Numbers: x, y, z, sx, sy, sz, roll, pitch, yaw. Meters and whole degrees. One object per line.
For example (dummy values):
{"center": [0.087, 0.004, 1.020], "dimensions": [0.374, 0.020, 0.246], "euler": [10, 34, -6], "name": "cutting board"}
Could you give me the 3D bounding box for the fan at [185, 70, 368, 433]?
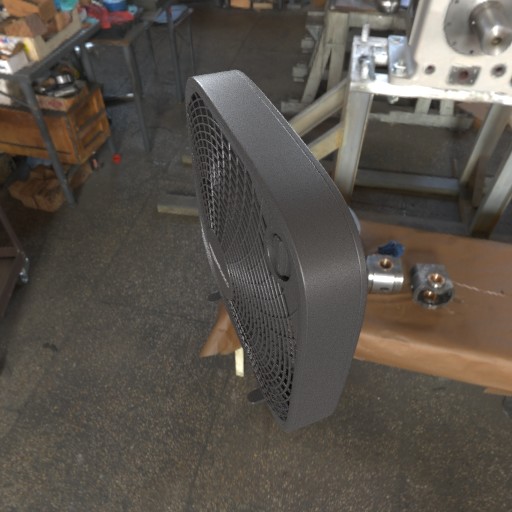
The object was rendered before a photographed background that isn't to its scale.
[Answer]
{"center": [0.000, 0.000, 0.793], "dimensions": [0.142, 0.533, 0.526], "euler": [-16, 49, -14], "name": "fan"}
